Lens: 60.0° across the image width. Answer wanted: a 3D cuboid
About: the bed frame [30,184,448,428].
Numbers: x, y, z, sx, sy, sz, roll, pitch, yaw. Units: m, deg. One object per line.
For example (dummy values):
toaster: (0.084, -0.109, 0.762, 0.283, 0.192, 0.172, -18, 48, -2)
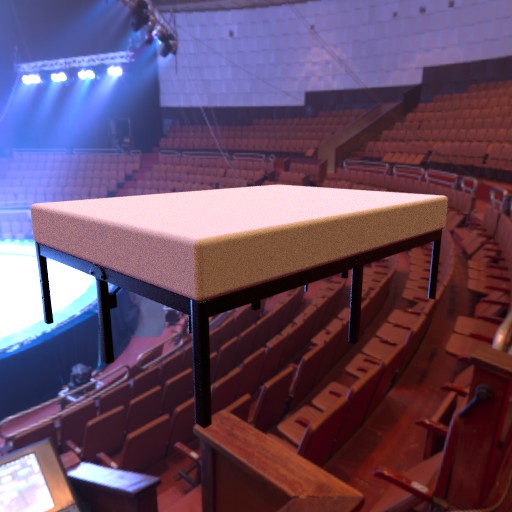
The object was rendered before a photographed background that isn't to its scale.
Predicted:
bed frame: (0.000, 0.000, 2.586, 1.408, 0.659, 1.956, 13, 18, 43)
